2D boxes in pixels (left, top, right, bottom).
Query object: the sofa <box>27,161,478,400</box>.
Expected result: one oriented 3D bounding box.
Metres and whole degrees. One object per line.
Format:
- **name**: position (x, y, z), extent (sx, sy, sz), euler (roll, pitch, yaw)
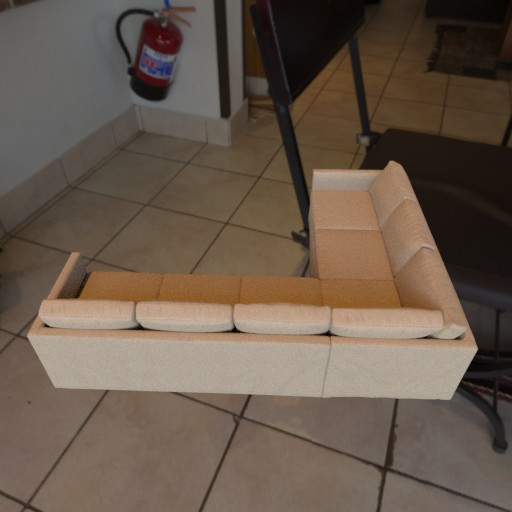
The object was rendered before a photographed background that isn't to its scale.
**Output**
- **sofa**: position (0.000, 0.000, 4.164), extent (3.182, 0.871, 2.432), euler (1, 41, 2)
